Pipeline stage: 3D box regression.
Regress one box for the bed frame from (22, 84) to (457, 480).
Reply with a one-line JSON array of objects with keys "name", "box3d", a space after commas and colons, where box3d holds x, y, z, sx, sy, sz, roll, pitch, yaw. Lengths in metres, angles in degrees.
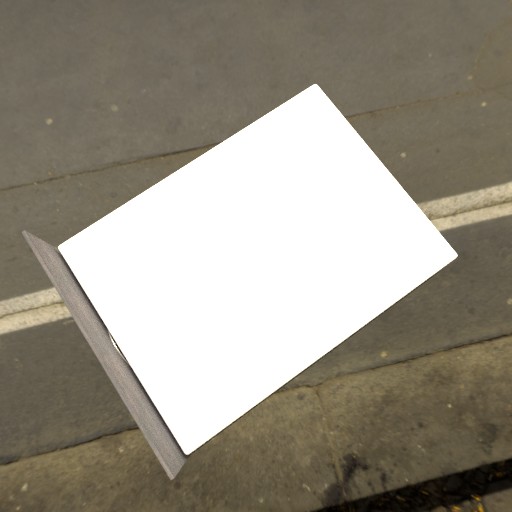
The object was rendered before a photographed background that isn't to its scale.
[{"name": "bed frame", "box3d": [0.000, 0.000, 2.613, 1.900, 0.800, 1.400, -34, 79, -8]}]
